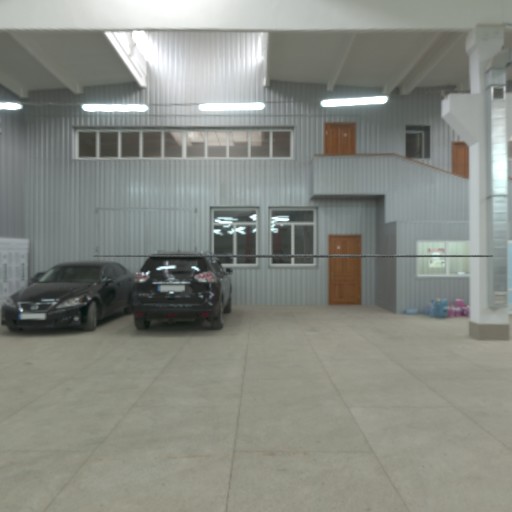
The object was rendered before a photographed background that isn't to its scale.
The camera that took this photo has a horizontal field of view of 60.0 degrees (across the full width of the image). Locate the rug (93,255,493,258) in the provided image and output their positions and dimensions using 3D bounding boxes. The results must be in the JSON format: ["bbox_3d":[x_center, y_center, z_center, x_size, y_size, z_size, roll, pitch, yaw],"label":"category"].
[{"bbox_3d":[0.000,0.000,3.071,1.554,0.011,2.476,0,0,-35],"label":"rug"}]
